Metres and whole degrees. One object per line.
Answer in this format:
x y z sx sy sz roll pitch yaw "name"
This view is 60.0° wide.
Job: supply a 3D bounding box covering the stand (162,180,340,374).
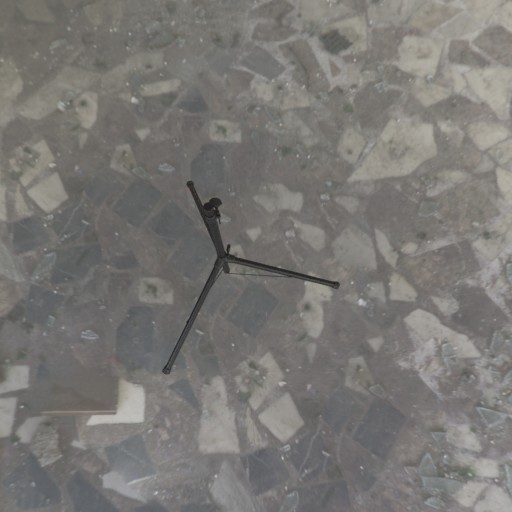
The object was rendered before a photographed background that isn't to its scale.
0.000 0.000 2.820 1.339 1.595 1.596 5 76 1 "stand"
